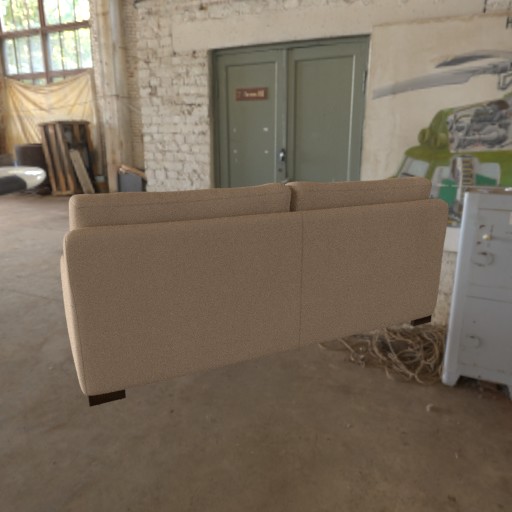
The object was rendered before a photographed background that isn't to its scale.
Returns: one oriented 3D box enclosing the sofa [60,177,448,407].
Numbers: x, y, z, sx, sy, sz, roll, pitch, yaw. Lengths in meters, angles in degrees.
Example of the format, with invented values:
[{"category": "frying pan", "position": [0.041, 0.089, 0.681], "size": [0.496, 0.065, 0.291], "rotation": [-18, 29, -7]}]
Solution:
[{"category": "sofa", "position": [0.000, 0.000, 2.654], "size": [2.147, 0.925, 0.929], "rotation": [-7, 17, -26]}]
